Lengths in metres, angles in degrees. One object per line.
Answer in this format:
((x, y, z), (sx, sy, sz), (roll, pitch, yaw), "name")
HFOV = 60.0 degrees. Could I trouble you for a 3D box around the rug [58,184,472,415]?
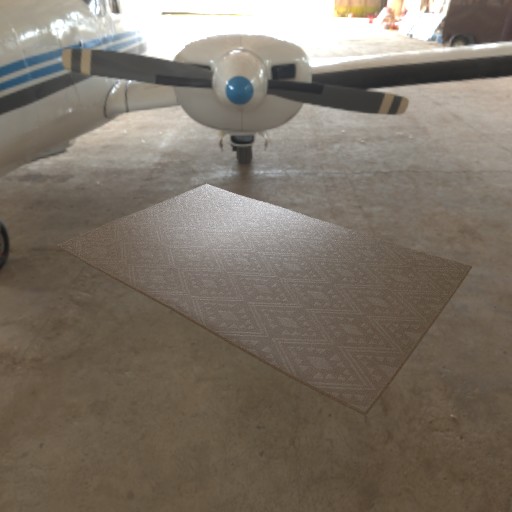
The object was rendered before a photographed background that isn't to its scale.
((0.000, 0.000, 3.064), (2.430, 0.053, 1.553), (22, 37, 32), "rug")
